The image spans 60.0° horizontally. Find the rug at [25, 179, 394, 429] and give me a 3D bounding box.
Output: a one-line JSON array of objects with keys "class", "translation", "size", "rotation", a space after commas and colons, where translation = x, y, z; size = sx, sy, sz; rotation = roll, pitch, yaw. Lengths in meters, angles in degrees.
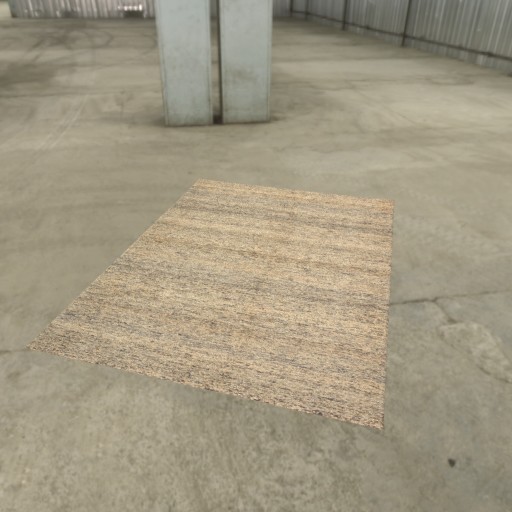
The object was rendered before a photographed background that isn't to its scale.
[{"class": "rug", "translation": [0.000, 0.000, 4.101], "size": [2.414, 0.036, 3.199], "rotation": [9, 33, 13]}]
